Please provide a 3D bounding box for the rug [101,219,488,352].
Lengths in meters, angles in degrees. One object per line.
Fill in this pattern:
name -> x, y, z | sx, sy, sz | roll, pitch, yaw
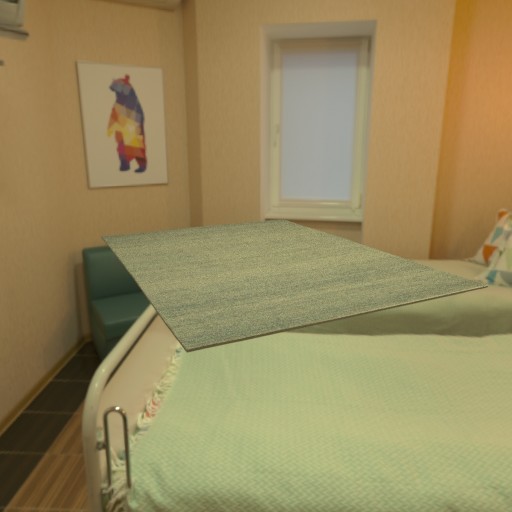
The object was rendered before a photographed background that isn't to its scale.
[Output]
rug -> 0.000, 0.000, 4.329 | 2.461, 0.046, 3.237 | -7, 17, -25
